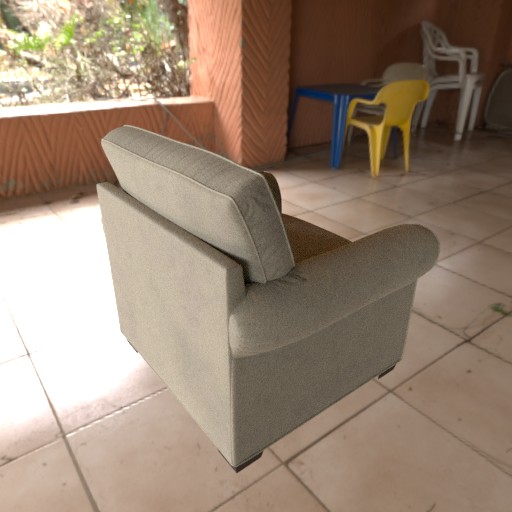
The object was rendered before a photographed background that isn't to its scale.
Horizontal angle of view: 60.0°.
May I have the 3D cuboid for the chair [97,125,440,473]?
[{"bbox_3d":[0.000,0.000,1.869,0.939,1.044,1.147,-19,32,-33],"label":"chair"}]
